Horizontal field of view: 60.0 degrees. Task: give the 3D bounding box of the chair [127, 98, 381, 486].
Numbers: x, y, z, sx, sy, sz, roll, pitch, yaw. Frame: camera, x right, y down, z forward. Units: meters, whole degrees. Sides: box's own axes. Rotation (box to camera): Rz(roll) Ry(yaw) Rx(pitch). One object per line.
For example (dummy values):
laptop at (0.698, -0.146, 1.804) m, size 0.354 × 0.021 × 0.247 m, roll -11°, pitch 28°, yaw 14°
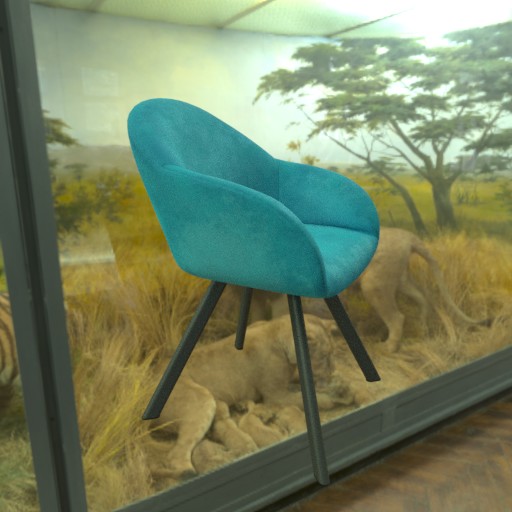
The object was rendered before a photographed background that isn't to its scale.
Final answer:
chair at (0.000, 0.000, 1.149) m, size 0.590 × 0.795 × 0.550 m, roll 8°, pitch 16°, yaw 27°
